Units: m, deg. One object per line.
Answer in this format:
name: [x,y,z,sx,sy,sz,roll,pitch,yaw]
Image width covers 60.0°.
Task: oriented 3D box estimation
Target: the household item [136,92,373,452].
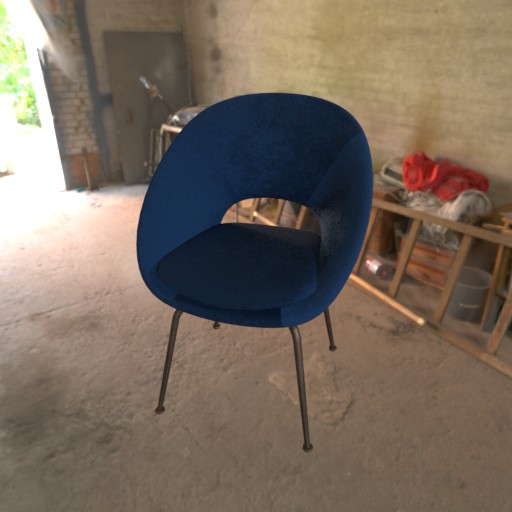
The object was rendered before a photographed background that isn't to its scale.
household item: [0.000,0.000,1.305,0.623,0.852,0.573,8,28,16]
